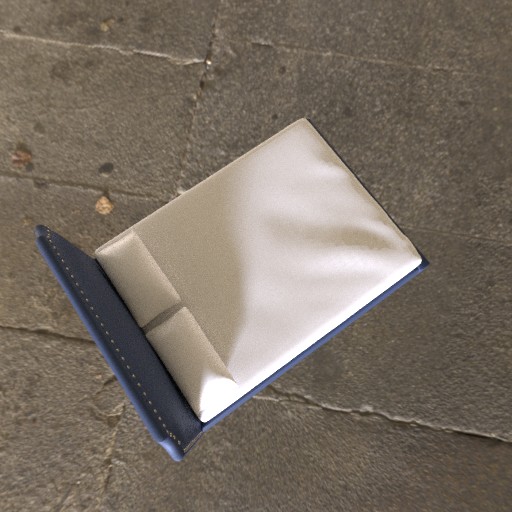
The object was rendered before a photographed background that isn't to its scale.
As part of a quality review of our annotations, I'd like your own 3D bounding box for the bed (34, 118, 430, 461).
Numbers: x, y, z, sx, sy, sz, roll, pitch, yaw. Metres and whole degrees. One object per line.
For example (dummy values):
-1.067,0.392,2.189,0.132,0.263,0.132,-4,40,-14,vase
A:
0.000,0.000,3.416,2.372,1.443,1.712,-34,78,-9,bed
